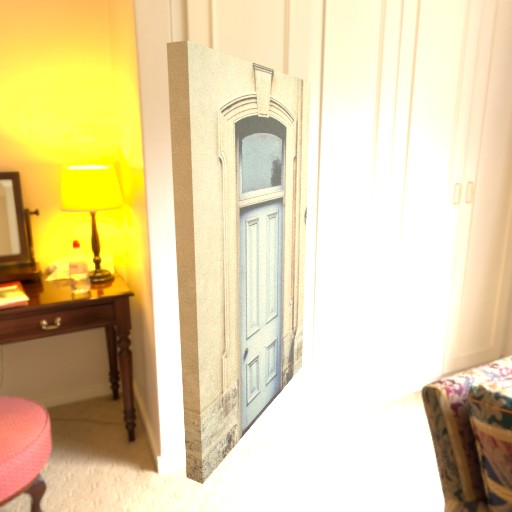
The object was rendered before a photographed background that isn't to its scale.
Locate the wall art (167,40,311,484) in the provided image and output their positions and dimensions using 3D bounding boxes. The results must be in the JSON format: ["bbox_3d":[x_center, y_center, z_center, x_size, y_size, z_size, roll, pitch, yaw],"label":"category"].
[{"bbox_3d":[0.000,0.000,0.964,0.038,0.764,0.508,7,16,26],"label":"wall art"}]
